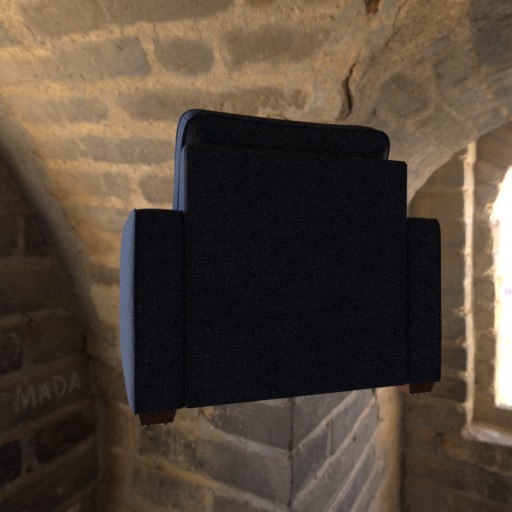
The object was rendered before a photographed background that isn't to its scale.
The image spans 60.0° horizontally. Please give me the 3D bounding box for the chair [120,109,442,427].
[{"bbox_3d":[0.000,0.000,1.744,1.017,0.919,0.940,0,0,-18],"label":"chair"}]
